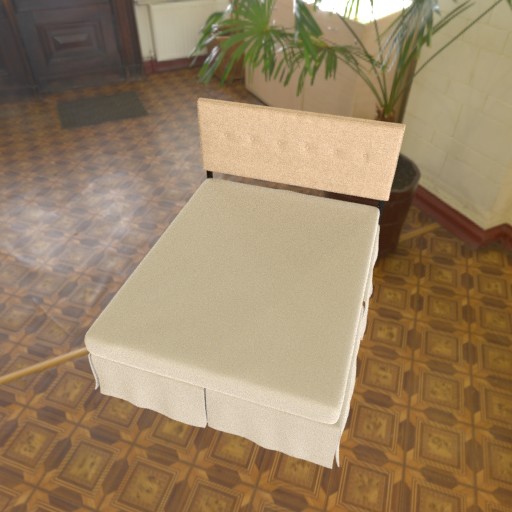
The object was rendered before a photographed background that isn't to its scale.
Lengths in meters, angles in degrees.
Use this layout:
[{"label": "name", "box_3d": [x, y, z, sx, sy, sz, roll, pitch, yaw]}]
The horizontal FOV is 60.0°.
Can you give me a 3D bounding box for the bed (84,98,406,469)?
[{"label": "bed", "box_3d": [0.000, 0.000, 3.021, 1.643, 1.270, 1.978, 12, 43, 13]}]
